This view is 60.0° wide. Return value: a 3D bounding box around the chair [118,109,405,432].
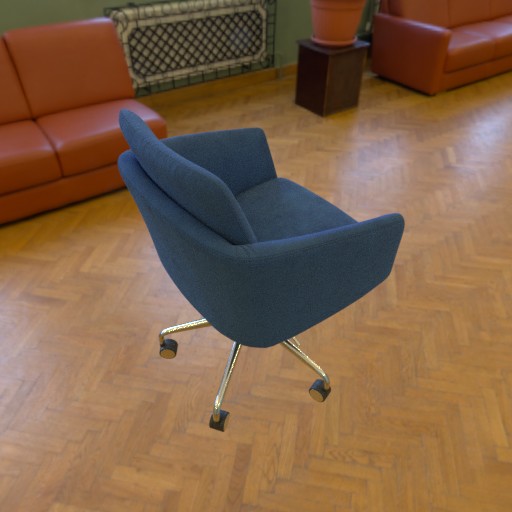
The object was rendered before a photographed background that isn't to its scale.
[{"bbox_3d":[0.000,0.000,1.340,0.635,0.908,0.641,-25,46,-27],"label":"chair"}]
